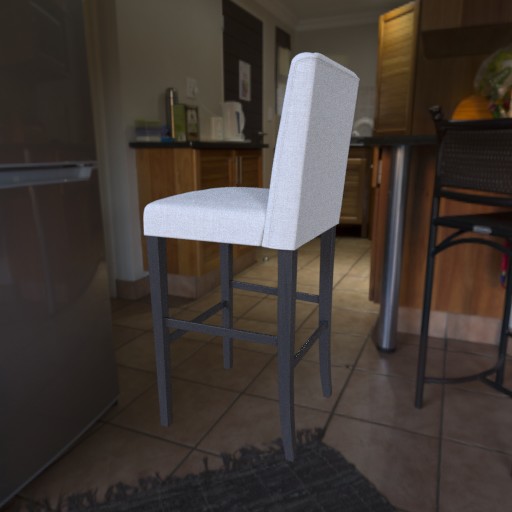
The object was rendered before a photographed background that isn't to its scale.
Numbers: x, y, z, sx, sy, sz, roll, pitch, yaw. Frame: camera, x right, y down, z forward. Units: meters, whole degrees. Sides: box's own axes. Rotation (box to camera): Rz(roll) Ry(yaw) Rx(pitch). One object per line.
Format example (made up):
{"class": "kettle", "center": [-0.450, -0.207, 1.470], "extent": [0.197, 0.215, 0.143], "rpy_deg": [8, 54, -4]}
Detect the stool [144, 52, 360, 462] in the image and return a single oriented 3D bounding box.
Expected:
{"class": "stool", "center": [0.000, 0.000, 1.422], "extent": [0.509, 1.116, 0.474], "rpy_deg": [7, 16, 25]}
